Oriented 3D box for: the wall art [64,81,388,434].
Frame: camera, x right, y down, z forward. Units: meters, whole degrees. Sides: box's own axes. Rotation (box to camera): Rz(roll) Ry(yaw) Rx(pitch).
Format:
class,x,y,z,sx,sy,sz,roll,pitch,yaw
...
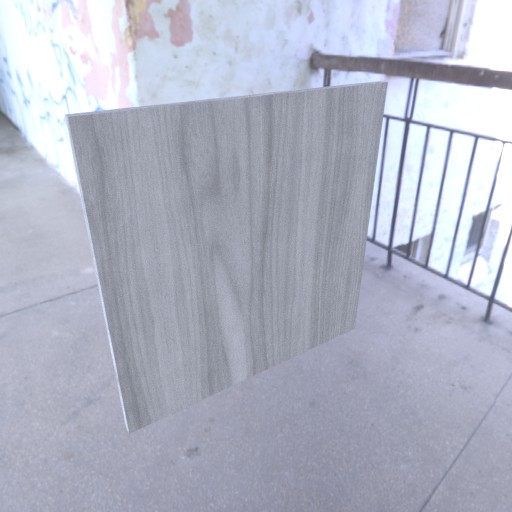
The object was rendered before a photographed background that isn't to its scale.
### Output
class,x,y,z,sx,sy,sz,roll,pitch,yaw
wall art,0.000,0.000,0.734,0.508,0.507,0.016,-17,33,-29
